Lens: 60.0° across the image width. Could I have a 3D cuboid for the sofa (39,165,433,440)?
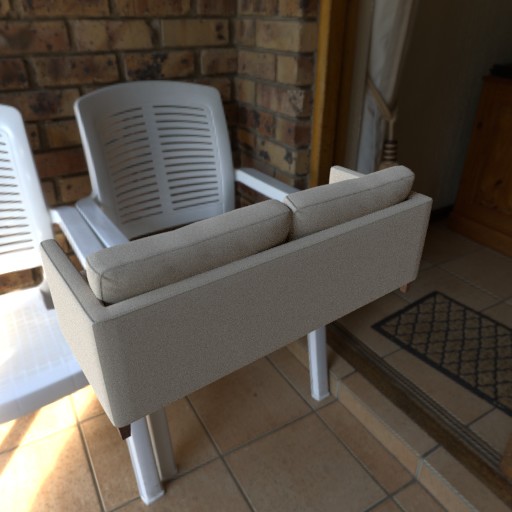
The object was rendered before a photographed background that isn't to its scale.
[{"bbox_3d":[0.000,0.000,2.871,2.361,0.968,0.951,-20,35,-31],"label":"sofa"}]
